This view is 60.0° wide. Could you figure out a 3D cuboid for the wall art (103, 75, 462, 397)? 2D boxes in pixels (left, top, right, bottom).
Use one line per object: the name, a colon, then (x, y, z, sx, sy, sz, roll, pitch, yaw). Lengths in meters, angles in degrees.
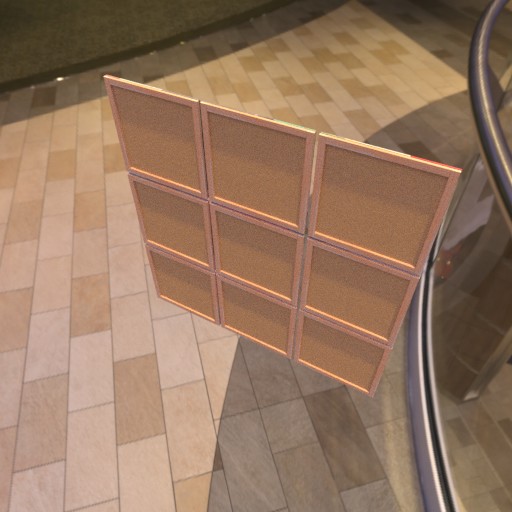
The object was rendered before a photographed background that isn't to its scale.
wall art: (0.000, 0.000, 1.338, 0.911, 0.910, 0.012, 21, 49, 20)
